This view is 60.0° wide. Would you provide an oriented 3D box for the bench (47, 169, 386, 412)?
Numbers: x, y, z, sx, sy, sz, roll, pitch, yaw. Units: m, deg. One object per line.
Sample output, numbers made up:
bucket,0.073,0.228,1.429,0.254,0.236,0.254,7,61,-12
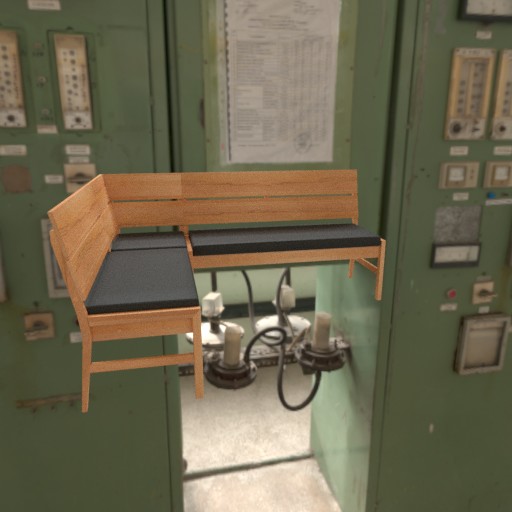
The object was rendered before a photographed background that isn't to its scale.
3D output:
bench,0.000,0.000,2.728,1.948,0.890,1.548,-3,16,-11
